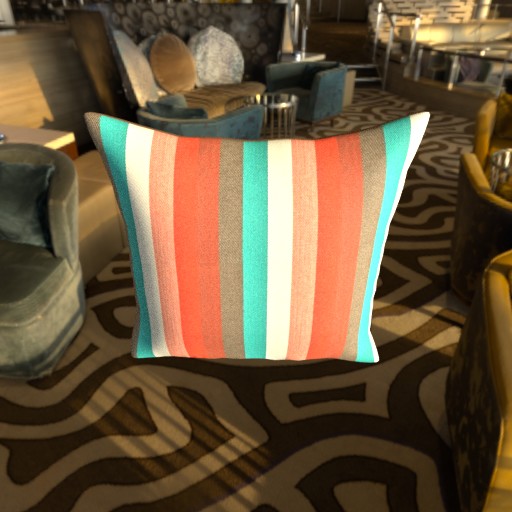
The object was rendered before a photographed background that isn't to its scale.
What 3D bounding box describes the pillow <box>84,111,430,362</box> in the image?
[{"bbox_3d":[0.000,0.000,0.695,0.453,0.443,0.168,0,31,1],"label":"pillow"}]
